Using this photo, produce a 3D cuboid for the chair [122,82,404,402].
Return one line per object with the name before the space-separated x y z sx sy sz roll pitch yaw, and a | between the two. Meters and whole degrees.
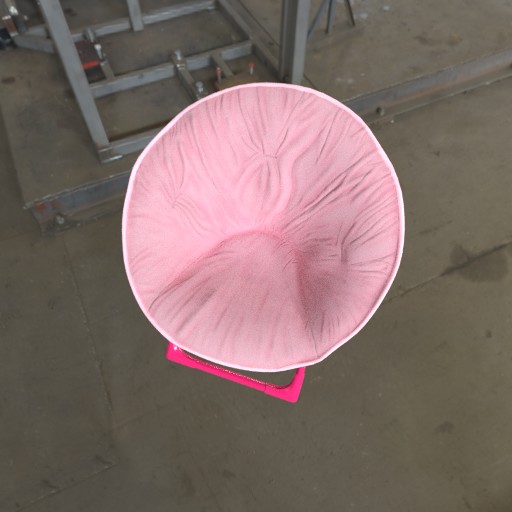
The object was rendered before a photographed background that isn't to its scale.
chair | 0.000 0.000 0.900 0.522 0.494 0.459 16 58 10
